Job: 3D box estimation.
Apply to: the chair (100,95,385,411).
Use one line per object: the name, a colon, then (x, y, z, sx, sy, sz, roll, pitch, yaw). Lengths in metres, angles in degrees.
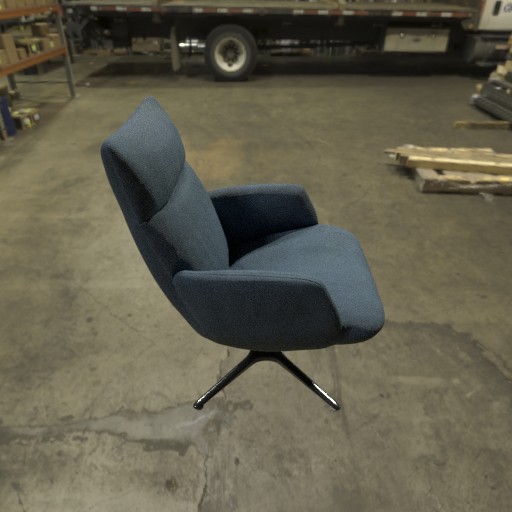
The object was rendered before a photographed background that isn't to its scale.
chair: (0.000, 0.000, 1.616, 0.889, 1.016, 0.711, 0, 32, 0)
